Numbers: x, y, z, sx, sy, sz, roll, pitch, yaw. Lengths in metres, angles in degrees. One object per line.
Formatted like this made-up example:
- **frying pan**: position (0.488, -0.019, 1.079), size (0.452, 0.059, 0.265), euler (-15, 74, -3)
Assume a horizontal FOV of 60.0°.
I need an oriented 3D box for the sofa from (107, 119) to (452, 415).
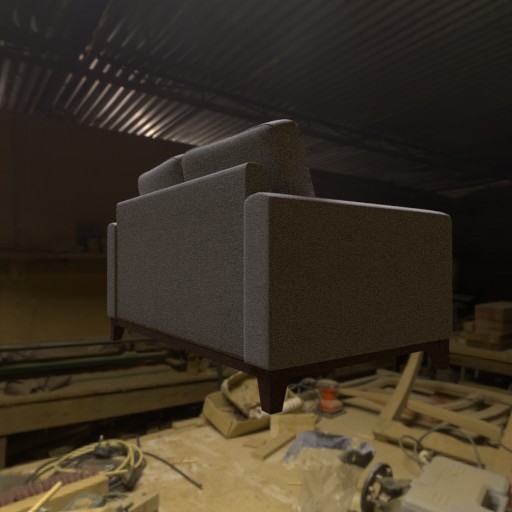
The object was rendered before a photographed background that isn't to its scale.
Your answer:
- **sofa**: position (0.000, 0.000, 2.023), size (0.917, 0.873, 1.420), euler (0, 0, -36)
